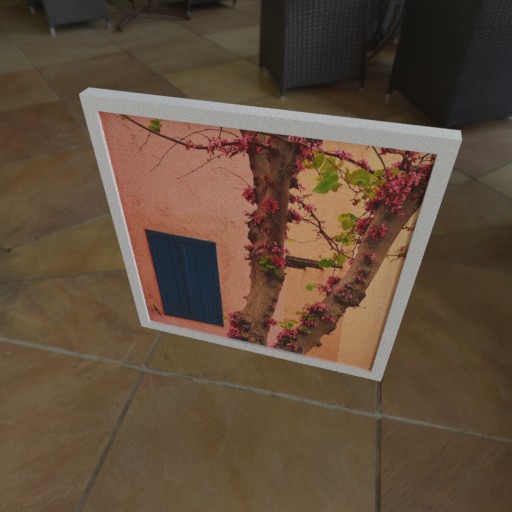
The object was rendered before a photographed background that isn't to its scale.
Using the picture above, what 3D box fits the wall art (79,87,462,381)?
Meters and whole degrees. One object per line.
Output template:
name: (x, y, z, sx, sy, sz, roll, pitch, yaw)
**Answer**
wall art: (0.000, 0.000, 1.123, 0.762, 0.762, 0.038, 11, 43, 12)
